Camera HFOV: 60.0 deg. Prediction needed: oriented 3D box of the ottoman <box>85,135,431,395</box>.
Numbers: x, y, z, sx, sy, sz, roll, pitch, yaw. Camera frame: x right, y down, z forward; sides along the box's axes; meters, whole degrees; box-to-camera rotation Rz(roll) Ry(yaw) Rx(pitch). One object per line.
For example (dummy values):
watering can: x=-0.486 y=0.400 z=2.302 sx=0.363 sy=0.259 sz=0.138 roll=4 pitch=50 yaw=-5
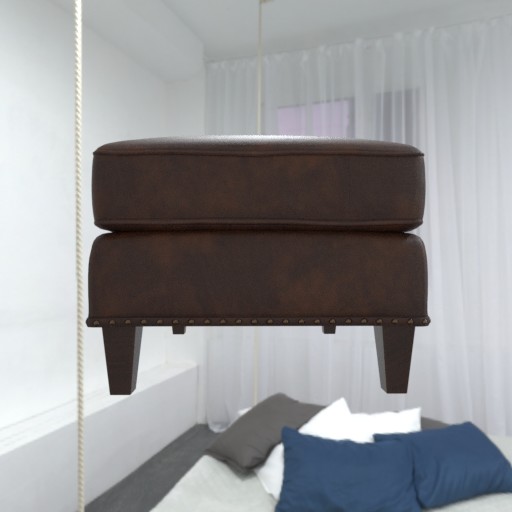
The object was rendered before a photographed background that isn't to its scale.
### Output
ottoman: x=0.000 y=0.000 z=1.102 sx=0.586 sy=0.486 sz=0.742 roll=0 pitch=-1 yaw=-1
